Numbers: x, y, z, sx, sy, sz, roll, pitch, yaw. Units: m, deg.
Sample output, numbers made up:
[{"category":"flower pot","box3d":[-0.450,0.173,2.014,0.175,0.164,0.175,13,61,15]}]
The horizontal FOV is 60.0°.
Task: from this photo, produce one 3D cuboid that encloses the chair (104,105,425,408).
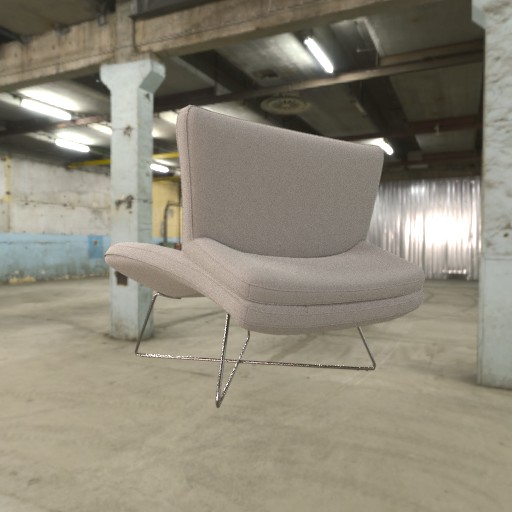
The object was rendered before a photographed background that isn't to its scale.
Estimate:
[{"category":"chair","box3d":[0.000,0.000,1.672,0.859,0.855,1.008,0,1,-36]}]
